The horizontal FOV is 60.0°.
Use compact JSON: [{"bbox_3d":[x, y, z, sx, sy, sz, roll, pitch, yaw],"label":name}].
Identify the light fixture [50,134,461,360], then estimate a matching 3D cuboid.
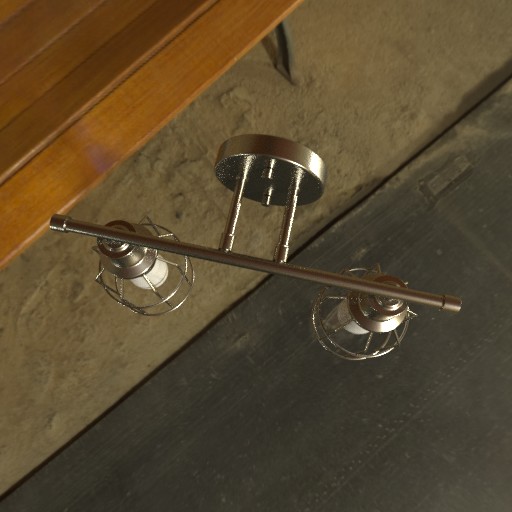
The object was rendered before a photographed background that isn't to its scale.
[{"bbox_3d":[0.000,0.000,0.510,0.406,0.254,0.165,12,75,3],"label":"light fixture"}]
